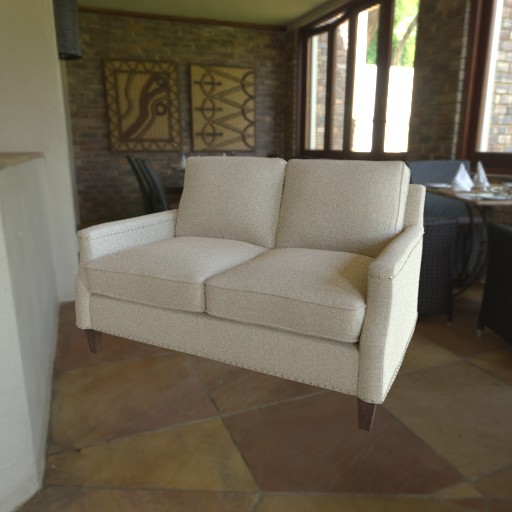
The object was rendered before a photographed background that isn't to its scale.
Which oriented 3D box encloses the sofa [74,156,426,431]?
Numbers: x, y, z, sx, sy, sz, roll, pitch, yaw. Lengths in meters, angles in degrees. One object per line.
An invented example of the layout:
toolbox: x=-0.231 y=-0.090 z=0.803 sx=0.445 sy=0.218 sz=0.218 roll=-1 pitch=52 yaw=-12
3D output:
sofa: x=0.000 y=0.000 z=2.335 sx=1.597 sy=1.003 sz=1.084 roll=7 pitch=16 yaw=26
